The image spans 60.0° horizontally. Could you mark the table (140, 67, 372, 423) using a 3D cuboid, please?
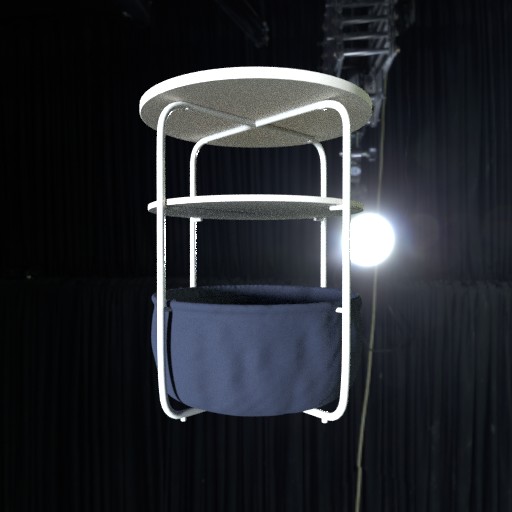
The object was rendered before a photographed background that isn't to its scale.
[{"bbox_3d":[0.000,0.000,0.829,0.418,0.532,0.418,0,1,2],"label":"table"}]
